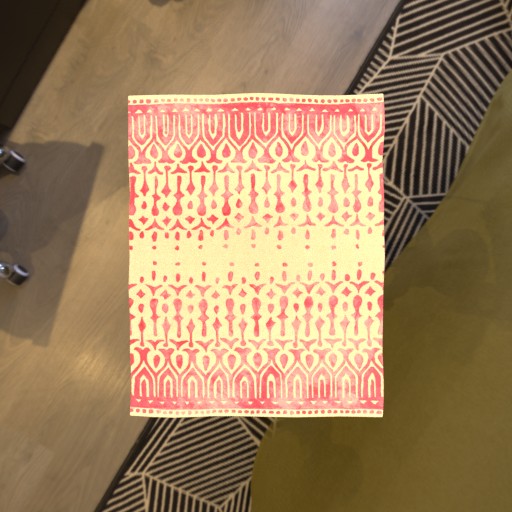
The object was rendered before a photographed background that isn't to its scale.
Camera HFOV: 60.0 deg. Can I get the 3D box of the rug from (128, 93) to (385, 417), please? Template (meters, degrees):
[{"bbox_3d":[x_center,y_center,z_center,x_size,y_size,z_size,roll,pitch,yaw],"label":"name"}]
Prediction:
[{"bbox_3d":[0.000,0.000,4.222,2.441,0.016,3.095,0,90,1],"label":"rug"}]
